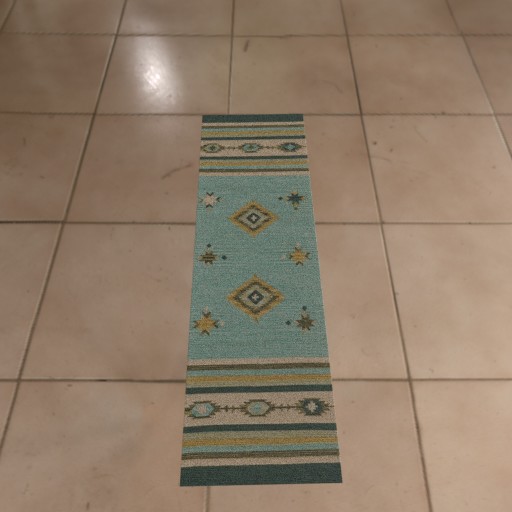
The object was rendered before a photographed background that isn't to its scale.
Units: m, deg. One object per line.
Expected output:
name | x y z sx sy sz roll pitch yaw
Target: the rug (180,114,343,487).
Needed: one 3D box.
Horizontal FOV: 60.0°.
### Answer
rug | 0.000 0.000 2.655 0.744 0.010 2.441 -1 59 -1
